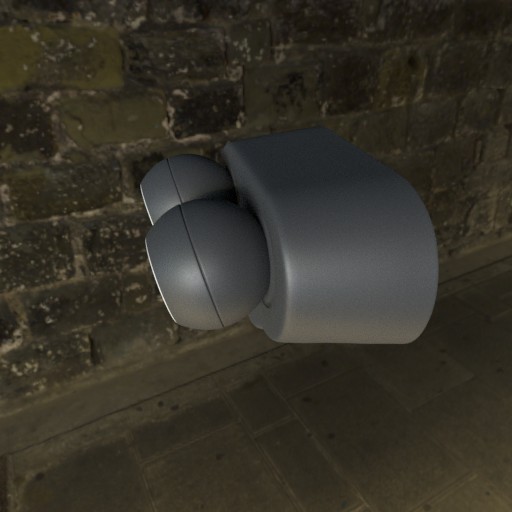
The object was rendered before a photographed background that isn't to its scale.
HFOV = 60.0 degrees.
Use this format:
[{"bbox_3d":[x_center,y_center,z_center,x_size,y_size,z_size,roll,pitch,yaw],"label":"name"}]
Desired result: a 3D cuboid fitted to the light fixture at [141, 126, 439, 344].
[{"bbox_3d":[0.000,0.000,0.343,0.159,0.159,0.229,-7,31,-12],"label":"light fixture"}]
